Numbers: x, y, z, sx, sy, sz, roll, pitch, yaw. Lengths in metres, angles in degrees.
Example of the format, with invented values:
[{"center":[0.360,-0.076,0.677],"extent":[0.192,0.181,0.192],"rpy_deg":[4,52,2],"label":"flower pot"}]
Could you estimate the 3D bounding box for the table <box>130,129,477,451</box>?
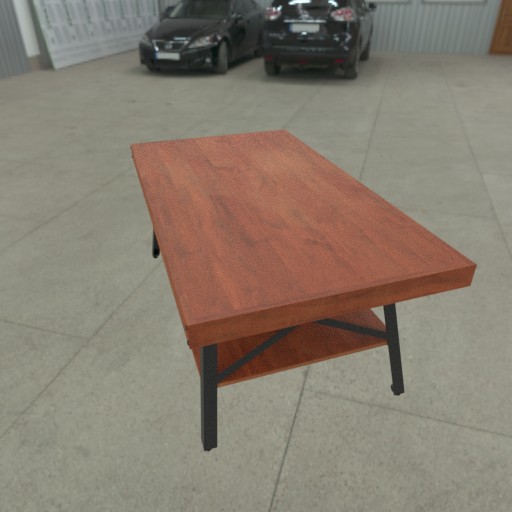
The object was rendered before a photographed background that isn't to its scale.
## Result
[{"center":[0.000,0.000,1.385],"extent":[0.610,0.457,1.067],"rpy_deg":[-10,33,-16],"label":"table"}]
